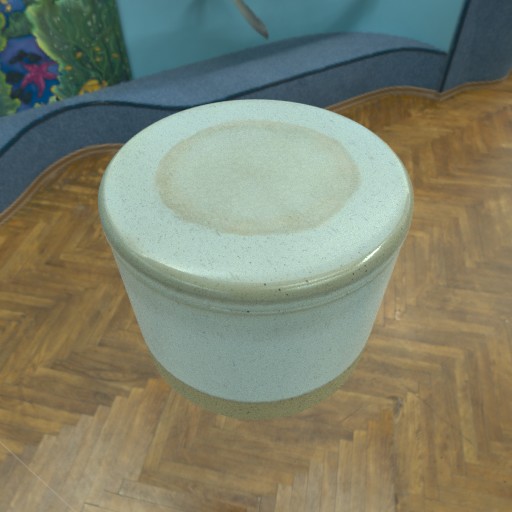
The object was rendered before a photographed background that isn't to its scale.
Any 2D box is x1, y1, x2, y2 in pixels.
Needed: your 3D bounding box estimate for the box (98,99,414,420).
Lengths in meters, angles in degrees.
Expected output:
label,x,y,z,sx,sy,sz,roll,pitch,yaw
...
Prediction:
label,x,y,z,sx,sy,sz,roll,pitch,yaw
box,0.000,0.000,0.262,0.154,0.123,0.154,0,46,0
